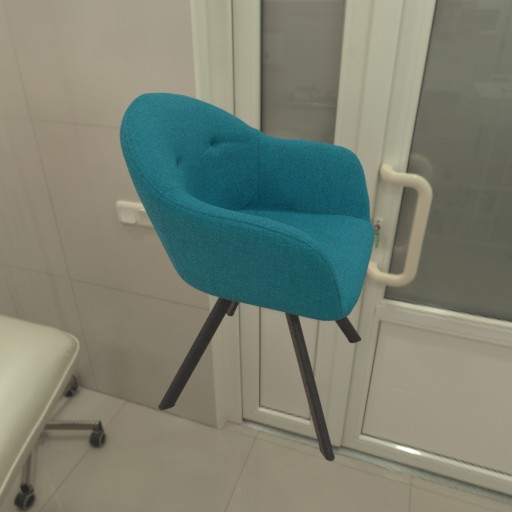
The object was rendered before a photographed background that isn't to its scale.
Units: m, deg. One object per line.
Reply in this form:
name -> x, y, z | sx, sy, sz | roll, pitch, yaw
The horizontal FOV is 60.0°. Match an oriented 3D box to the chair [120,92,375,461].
chair -> 0.000, 0.000, 1.148 | 0.565, 0.775, 0.545 | 10, 31, 17
